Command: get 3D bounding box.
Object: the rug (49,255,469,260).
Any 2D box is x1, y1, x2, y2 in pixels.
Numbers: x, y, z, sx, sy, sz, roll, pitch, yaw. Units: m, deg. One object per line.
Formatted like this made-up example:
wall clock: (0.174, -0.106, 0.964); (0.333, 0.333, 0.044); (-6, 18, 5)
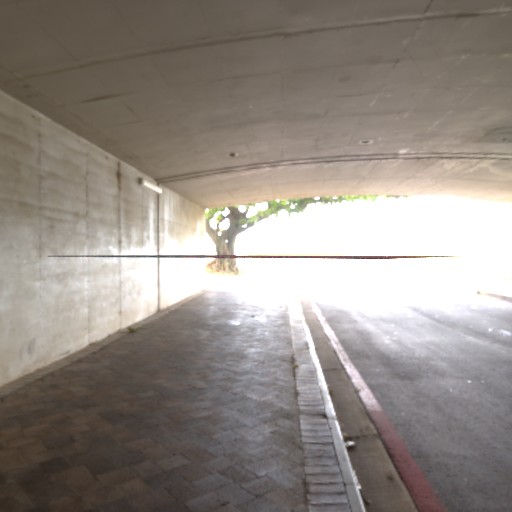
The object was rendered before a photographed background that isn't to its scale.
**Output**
rug: (0.000, 0.000, 3.685); (2.896, 0.013, 2.007); (0, 0, 36)
